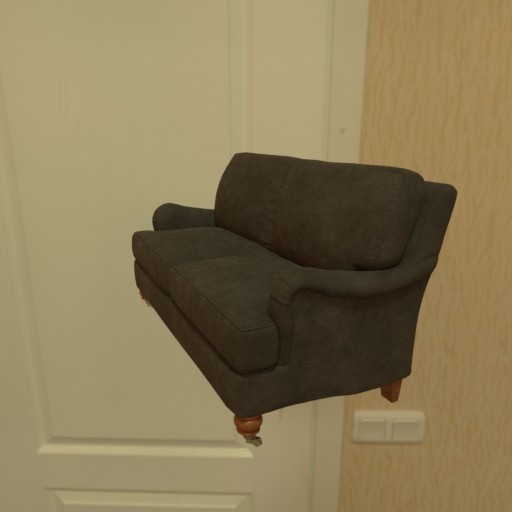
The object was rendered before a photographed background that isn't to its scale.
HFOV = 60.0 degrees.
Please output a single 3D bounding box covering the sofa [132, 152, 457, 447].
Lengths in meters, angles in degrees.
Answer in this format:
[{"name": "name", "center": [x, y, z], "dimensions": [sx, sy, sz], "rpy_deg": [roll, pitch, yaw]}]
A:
[{"name": "sofa", "center": [0.000, 0.000, 2.564], "dimensions": [1.084, 1.101, 1.853], "rpy_deg": [-8, 18, -26]}]
